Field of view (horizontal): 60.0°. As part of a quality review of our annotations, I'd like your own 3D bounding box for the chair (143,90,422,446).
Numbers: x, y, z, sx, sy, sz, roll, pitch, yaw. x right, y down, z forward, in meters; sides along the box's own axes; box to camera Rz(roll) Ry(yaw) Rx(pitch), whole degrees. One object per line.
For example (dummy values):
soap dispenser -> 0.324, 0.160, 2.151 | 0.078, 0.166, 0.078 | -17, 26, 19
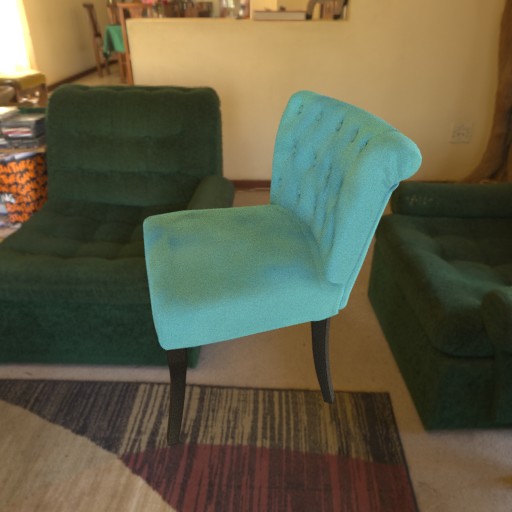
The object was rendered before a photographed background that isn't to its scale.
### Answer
chair -> 0.000, 0.000, 1.206 | 0.605, 0.750, 0.582 | -8, 31, -13
